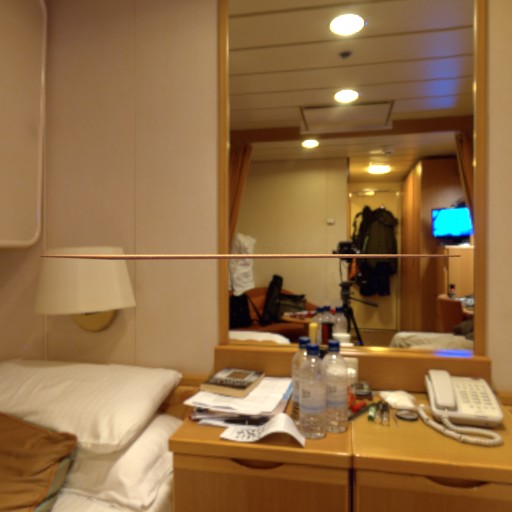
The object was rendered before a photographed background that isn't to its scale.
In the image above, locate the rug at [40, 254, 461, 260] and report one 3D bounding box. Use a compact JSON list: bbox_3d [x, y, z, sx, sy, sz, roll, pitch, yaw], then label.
[{"bbox_3d":[0.000,0.000,3.020,2.438,0.014,1.524,0,0,-35],"label":"rug"}]
